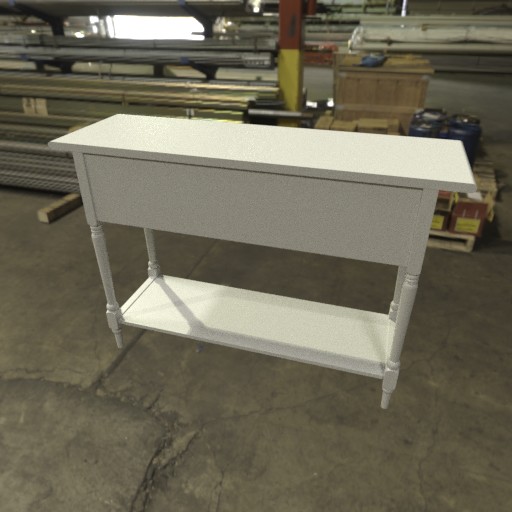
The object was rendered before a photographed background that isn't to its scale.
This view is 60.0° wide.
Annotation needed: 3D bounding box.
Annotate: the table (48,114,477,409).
[{"bbox_3d":[0.000,0.000,1.543,1.197,0.808,0.384,9,32,15],"label":"table"}]
